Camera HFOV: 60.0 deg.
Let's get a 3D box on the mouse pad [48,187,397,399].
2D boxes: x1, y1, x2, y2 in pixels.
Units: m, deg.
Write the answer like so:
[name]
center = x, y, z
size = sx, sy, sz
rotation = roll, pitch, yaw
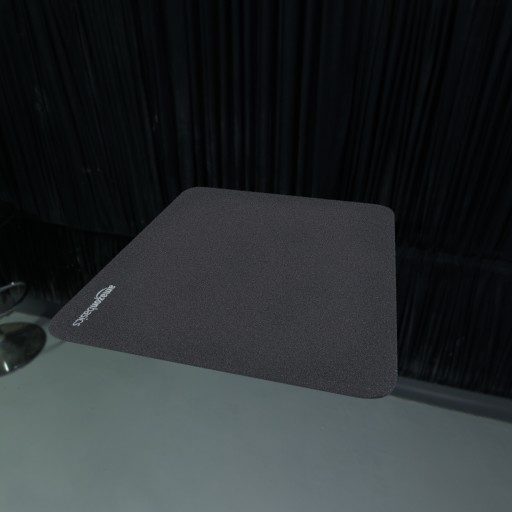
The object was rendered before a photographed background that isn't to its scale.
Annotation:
[mouse pad]
center = 0.000, 0.000, 0.443
size = 0.269, 0.002, 0.315
rotation = 8, 32, 12
